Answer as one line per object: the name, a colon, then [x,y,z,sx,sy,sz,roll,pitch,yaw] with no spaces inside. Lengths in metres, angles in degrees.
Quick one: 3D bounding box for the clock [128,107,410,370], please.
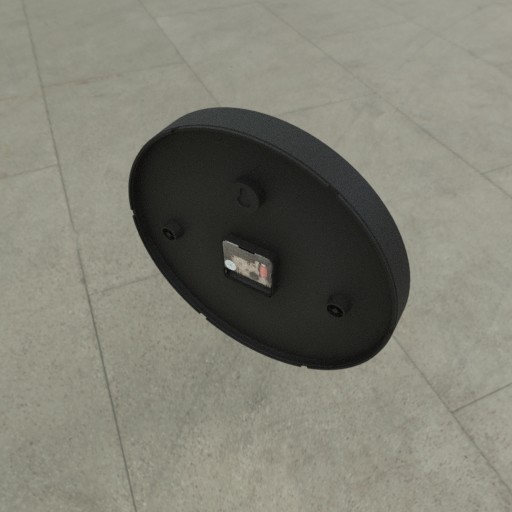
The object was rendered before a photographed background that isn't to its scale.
clock: [0.000,0.000,0.439,0.293,0.293,0.040,24,52,21]
